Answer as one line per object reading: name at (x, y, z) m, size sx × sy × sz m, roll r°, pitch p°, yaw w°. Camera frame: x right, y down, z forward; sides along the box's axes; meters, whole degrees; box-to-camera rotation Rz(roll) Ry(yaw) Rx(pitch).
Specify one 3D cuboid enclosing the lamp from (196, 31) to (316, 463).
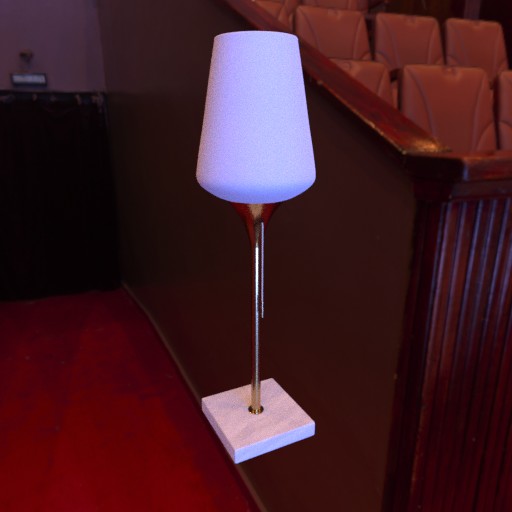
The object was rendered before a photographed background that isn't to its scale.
lamp at (0.000, 0.000, 0.717) m, size 0.181 × 0.639 × 0.181 m, roll -9°, pitch 19°, yaw -25°
